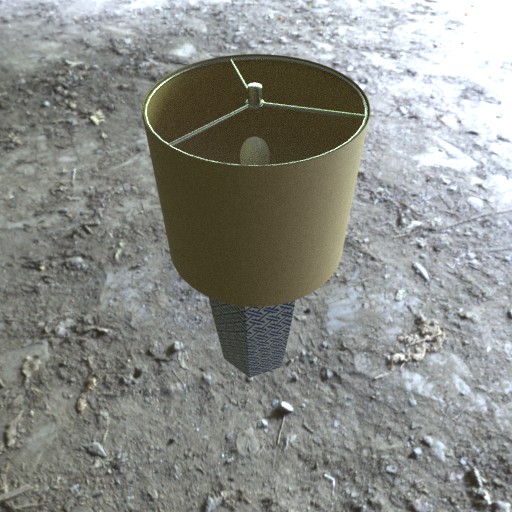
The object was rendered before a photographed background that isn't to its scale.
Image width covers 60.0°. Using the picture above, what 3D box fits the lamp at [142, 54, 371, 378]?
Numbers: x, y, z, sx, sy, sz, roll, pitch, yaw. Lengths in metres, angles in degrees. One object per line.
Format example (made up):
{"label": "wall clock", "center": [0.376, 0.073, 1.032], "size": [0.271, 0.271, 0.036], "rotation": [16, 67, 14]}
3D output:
{"label": "lamp", "center": [0.000, 0.000, 0.861], "size": [0.320, 0.682, 0.320], "rotation": [11, 47, 10]}
